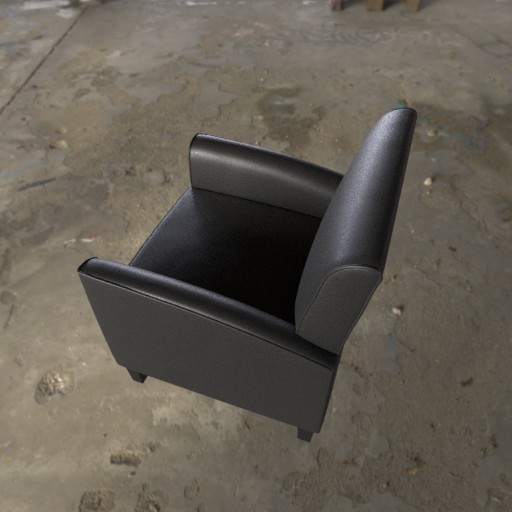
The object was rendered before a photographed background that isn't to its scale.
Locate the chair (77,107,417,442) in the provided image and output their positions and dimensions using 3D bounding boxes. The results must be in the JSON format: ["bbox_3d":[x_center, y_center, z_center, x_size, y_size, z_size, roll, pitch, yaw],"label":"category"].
[{"bbox_3d":[0.000,0.000,1.551,0.819,0.916,0.820,14,47,14],"label":"chair"}]
